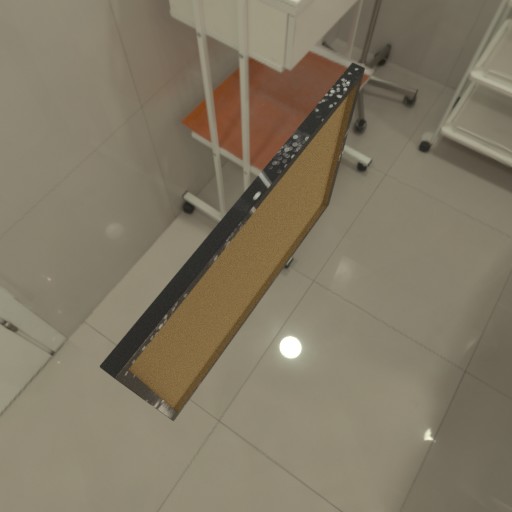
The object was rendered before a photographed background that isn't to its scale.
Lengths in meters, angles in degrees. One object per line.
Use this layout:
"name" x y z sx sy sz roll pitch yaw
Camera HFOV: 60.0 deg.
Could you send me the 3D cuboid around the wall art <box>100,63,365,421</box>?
"wall art" 0.000 0.000 1.202 0.038 0.609 0.914 31 67 15
